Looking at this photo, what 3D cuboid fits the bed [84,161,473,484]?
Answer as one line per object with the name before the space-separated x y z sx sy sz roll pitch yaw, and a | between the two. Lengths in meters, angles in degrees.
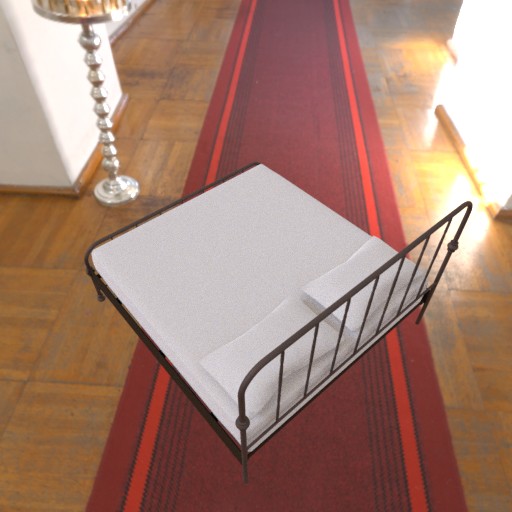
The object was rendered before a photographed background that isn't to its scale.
bed | 0.000 0.000 3.460 2.044 1.446 2.134 -32 55 -27
